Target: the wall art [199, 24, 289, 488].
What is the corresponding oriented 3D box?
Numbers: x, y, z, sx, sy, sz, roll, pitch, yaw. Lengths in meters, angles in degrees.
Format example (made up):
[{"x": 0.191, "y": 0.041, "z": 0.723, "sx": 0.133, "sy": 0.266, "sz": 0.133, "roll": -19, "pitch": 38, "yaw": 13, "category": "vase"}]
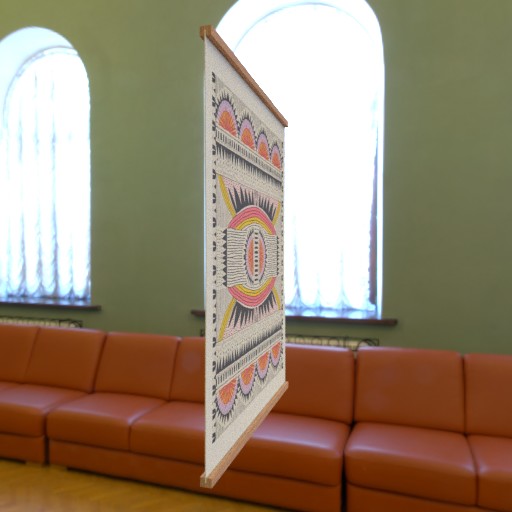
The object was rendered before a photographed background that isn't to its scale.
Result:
[{"x": 0.000, "y": 0.000, "z": 1.337, "sx": 0.028, "sy": 1.016, "sz": 0.765, "roll": 0, "pitch": 1, "yaw": 17, "category": "wall art"}]
